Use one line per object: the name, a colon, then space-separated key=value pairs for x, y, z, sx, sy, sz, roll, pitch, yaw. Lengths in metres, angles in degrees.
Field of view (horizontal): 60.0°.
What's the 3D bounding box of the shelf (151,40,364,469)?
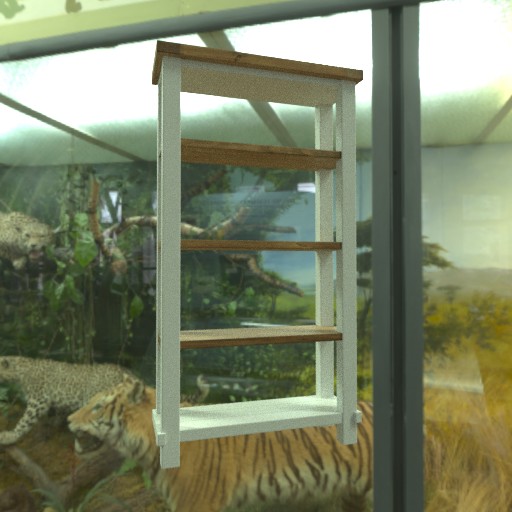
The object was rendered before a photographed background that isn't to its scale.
shelf: x=0.000 y=0.000 z=2.249 sx=1.022 sy=1.878 sz=0.381 roll=0 pitch=-1 yaw=-17
